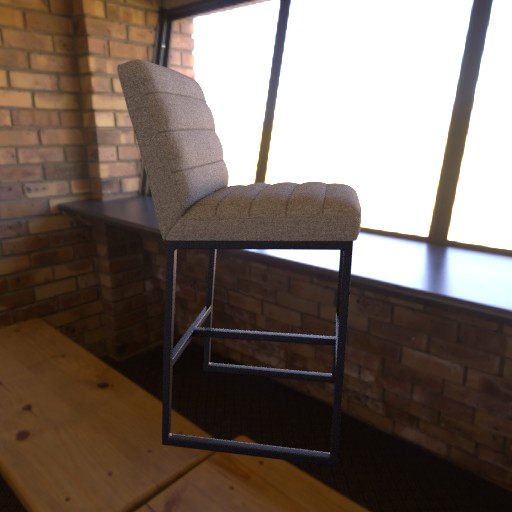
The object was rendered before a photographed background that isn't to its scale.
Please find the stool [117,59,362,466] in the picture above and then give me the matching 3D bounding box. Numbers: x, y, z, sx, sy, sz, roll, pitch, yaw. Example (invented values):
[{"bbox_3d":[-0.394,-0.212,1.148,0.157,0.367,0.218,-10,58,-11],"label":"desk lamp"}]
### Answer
[{"bbox_3d":[0.000,0.000,1.304,0.571,1.034,0.459,3,16,10],"label":"stool"}]
